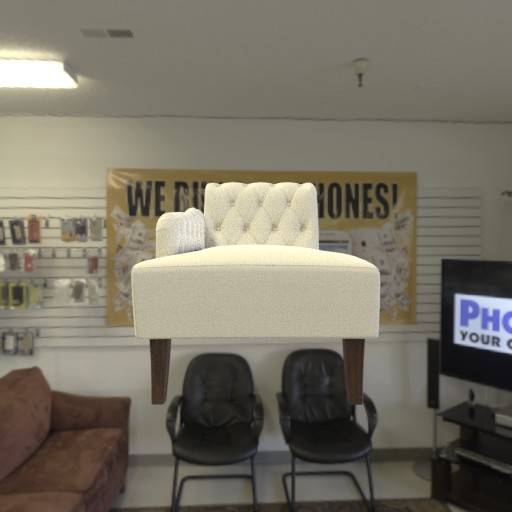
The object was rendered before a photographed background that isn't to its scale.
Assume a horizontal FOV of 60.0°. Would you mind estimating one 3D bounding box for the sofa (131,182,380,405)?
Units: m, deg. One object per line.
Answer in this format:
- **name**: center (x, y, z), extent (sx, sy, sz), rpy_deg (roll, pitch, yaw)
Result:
- **sofa**: center (0.000, 0.000, 1.859), extent (0.675, 0.787, 1.379), rpy_deg (0, 1, 0)
